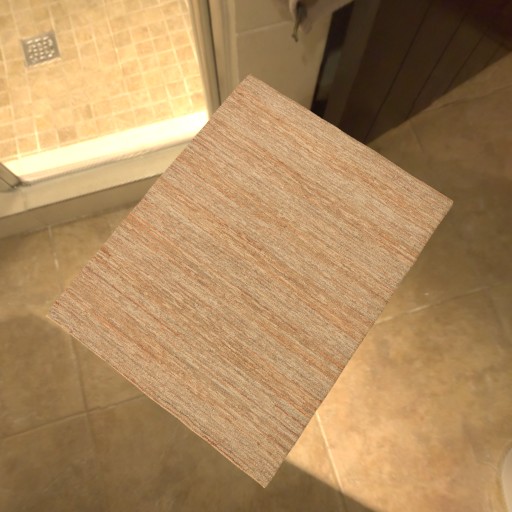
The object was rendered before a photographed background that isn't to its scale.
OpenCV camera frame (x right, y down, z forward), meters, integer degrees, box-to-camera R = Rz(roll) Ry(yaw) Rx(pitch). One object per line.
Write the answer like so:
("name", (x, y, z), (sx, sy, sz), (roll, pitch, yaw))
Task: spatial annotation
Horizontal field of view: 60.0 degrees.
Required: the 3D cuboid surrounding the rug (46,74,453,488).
("rug", (0.000, 0.000, 3.876), (2.313, 0.009, 2.939), (35, 78, 9))
